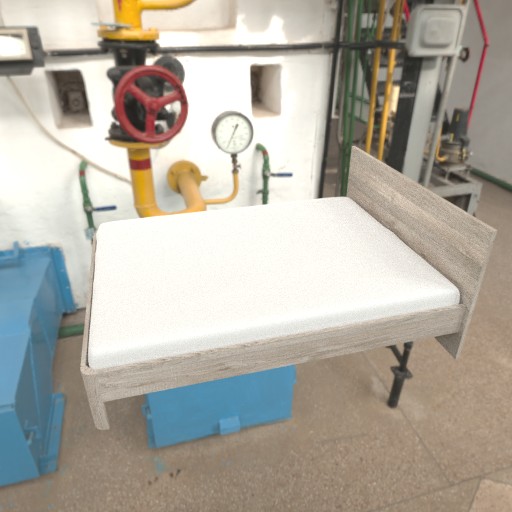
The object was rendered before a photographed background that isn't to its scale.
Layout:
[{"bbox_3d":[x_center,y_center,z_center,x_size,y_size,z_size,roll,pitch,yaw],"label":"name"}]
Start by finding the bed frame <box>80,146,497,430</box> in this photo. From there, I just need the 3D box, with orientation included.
[{"bbox_3d":[0.000,0.000,2.687,1.950,0.800,1.490,-8,30,-13],"label":"bed frame"}]
